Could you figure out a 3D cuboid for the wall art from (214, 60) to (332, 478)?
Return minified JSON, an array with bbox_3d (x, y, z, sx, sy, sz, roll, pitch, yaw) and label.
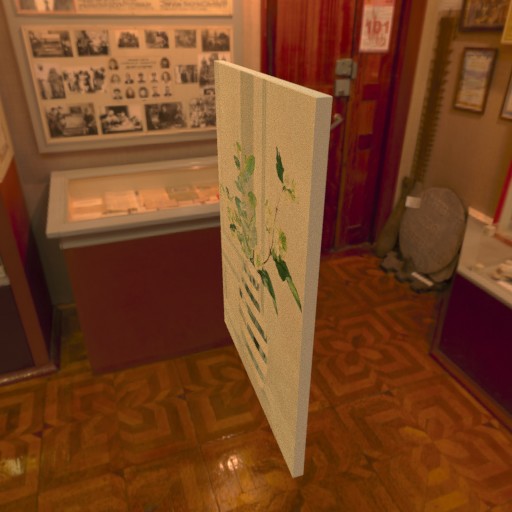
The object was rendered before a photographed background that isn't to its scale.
[{"bbox_3d":[0.000,0.000,1.581,0.038,1.212,0.914,-9,29,-16],"label":"wall art"}]
